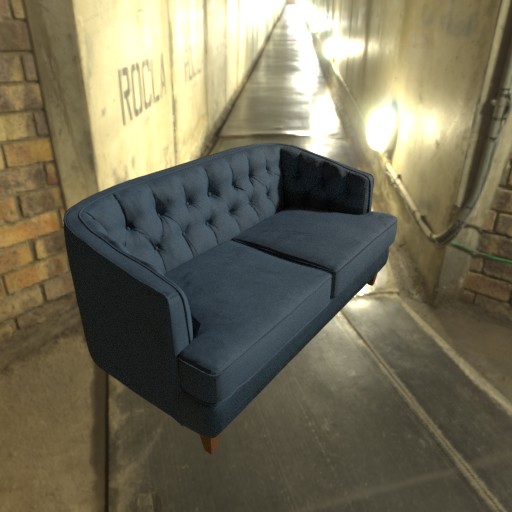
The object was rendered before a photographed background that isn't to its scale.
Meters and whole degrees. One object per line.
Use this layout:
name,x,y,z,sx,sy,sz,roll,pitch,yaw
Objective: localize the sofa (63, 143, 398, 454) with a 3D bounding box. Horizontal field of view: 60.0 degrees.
sofa,0.000,0.000,2.312,0.941,0.854,1.733,18,32,32
